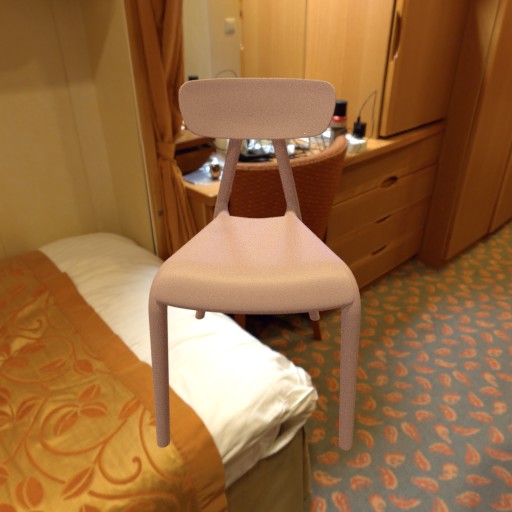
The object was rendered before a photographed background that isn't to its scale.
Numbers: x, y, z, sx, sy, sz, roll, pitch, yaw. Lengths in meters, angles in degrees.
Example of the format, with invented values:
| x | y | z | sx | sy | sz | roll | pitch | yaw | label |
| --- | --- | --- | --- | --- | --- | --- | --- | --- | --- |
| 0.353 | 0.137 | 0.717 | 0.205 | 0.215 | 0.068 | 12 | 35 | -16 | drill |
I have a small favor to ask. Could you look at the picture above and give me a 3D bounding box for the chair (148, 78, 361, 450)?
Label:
| x | y | z | sx | sy | sz | roll | pitch | yaw | label |
| --- | --- | --- | --- | --- | --- | --- | --- | --- | --- |
| 0.000 | 0.000 | 0.833 | 0.356 | 0.580 | 0.401 | 0 | 29 | 1 | chair |
